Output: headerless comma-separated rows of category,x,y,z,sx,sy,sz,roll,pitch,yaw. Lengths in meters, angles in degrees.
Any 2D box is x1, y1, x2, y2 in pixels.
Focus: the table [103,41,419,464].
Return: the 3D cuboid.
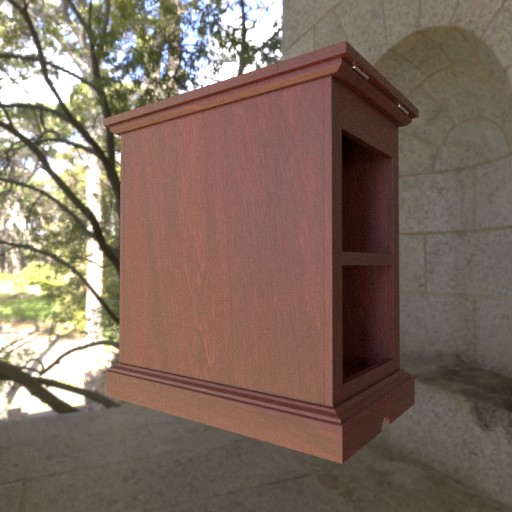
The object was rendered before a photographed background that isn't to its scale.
table,0.000,0.000,0.952,0.584,0.612,0.356,-1,-1,36
